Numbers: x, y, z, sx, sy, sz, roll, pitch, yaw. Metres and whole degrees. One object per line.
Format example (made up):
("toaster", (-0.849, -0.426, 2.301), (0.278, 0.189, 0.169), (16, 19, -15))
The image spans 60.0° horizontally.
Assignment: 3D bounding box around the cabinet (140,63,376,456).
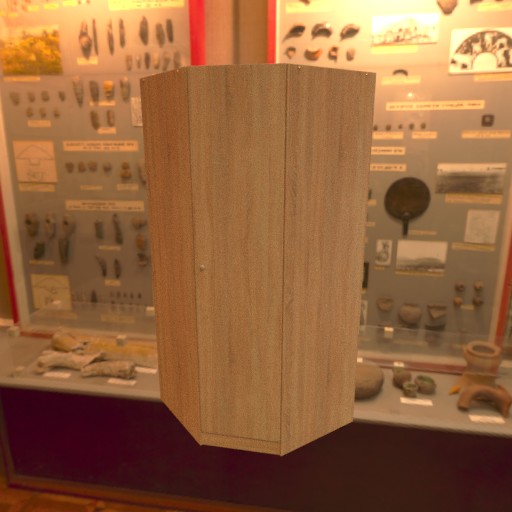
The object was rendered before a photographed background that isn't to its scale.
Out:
("cabinet", (0.000, 0.000, 2.829), (1.327, 2.120, 1.094), (3, 16, 11))
